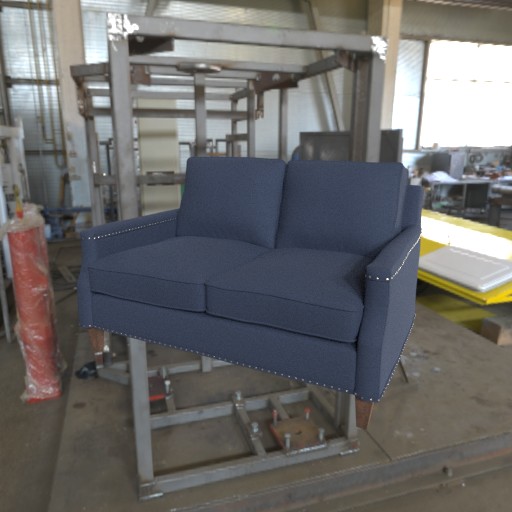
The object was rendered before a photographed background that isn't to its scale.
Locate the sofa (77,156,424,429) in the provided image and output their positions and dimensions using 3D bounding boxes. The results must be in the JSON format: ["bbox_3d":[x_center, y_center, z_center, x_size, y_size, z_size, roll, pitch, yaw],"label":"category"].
[{"bbox_3d":[0.000,0.000,2.365,1.597,1.003,1.084,7,16,26],"label":"sofa"}]
